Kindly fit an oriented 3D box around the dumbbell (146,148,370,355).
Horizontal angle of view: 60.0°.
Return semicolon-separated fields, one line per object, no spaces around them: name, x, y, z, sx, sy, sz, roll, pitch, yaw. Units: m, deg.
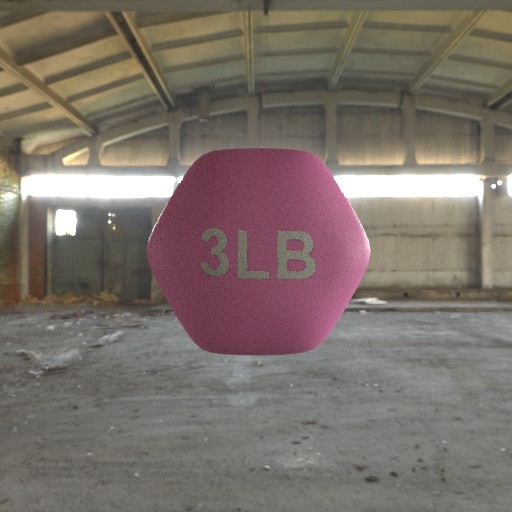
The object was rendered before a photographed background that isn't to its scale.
dumbbell;0.000;0.000;0.191;0.064;0.058;0.159;0;-1;0
